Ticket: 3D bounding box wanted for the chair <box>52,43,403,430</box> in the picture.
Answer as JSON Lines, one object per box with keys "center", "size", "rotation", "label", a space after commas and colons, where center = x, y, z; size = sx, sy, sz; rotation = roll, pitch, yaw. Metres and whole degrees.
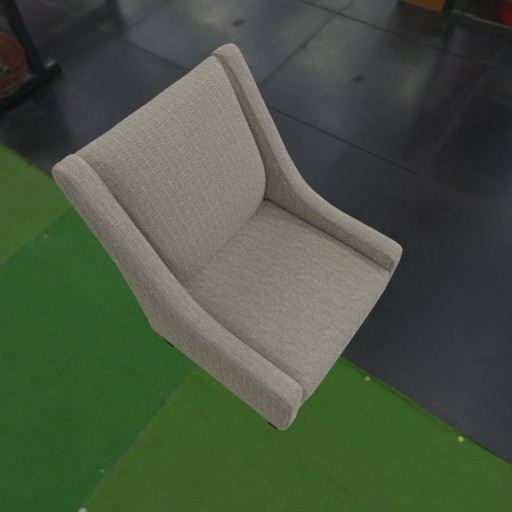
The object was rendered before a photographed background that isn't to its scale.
{"center": [0.000, 0.000, 1.629], "size": [0.870, 1.014, 0.774], "rotation": [33, 63, 19], "label": "chair"}
